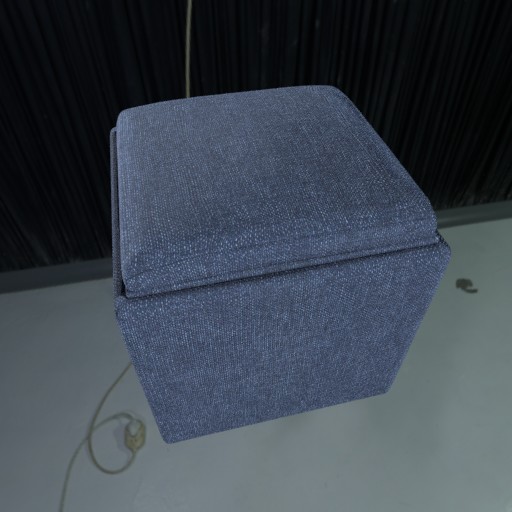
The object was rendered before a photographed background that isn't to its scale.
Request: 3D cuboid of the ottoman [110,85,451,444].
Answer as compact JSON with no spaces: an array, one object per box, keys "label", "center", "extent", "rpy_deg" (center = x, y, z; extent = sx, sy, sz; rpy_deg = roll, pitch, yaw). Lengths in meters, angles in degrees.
[{"label":"ottoman","center":[0.000,0.000,0.830],"extent":[0.454,0.493,0.436],"rpy_deg":[-10,47,-9]}]
